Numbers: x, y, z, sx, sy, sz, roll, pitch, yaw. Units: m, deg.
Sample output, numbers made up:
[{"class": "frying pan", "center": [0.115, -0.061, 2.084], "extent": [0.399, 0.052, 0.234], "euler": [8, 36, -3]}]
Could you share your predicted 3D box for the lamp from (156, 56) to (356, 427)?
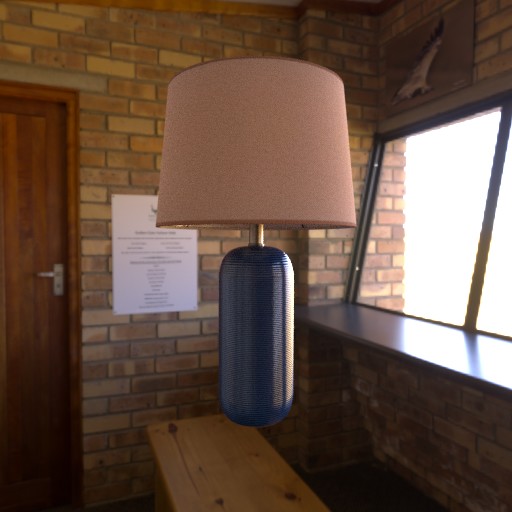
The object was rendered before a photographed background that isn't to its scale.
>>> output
[{"class": "lamp", "center": [0.000, 0.000, 0.831], "extent": [0.367, 0.609, 0.367], "euler": [0, 2, 0]}]
